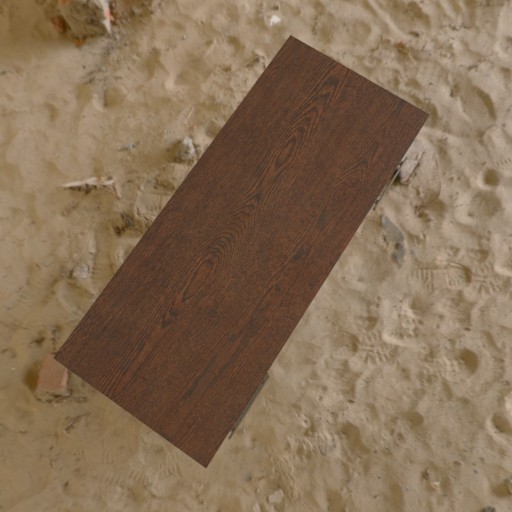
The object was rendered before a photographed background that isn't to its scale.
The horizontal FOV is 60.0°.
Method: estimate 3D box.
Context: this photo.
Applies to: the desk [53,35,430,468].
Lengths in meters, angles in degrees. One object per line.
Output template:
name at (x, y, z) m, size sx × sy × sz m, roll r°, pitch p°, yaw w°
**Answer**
desk at (0.000, 0.000, 1.859) m, size 0.610 × 0.792 × 1.384 m, roll 33°, pitch 80°, yaw 7°
